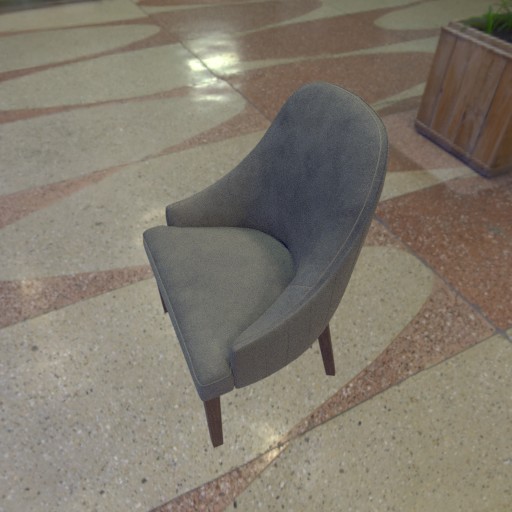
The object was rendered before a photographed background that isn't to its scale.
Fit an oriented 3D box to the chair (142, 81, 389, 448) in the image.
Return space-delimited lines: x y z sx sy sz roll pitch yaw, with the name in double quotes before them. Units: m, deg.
"chair" 0.000 0.000 1.321 0.575 0.889 0.643 -17 46 -17
